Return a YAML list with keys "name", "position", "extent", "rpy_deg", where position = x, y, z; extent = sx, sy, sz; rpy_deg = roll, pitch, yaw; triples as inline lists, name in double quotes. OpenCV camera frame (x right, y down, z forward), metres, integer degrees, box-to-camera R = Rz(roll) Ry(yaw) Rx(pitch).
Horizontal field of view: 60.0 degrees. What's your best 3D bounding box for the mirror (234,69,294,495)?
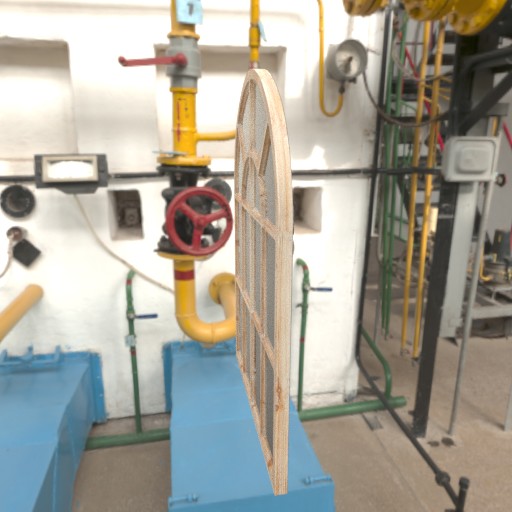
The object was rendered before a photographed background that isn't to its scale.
- name: "mirror"
  position: [0.000, 0.000, 1.177]
  extent: [0.032, 0.920, 0.660]
  rpy_deg: [-3, 15, -10]
